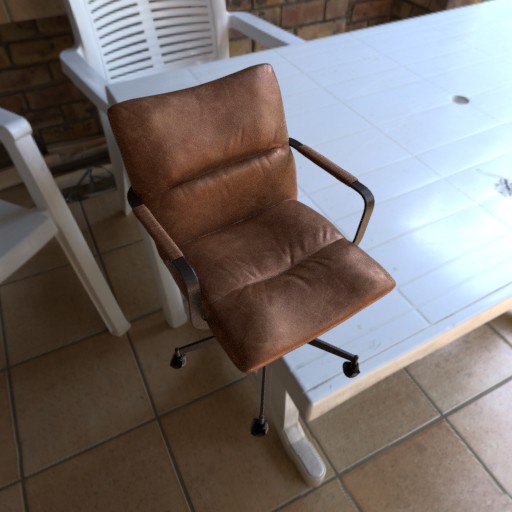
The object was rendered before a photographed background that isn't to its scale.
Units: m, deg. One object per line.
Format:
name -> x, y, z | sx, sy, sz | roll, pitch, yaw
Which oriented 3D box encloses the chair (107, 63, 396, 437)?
chair -> 0.000, 0.000, 1.480 | 0.727, 0.922, 0.754 | -25, 51, -22
